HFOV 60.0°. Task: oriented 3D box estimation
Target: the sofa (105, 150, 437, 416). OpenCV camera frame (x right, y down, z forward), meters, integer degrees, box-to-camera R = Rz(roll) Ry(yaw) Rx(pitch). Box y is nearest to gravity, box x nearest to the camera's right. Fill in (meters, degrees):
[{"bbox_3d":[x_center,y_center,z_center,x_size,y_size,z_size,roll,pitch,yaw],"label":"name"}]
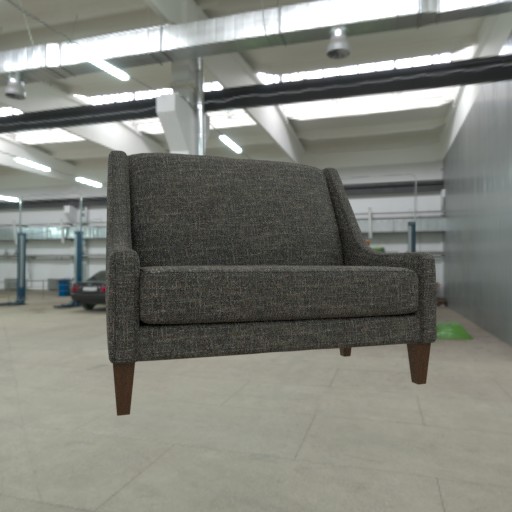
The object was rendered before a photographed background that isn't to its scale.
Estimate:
[{"bbox_3d":[0.000,0.000,1.933,1.242,1.021,0.870,0,-1,-19],"label":"sofa"}]
